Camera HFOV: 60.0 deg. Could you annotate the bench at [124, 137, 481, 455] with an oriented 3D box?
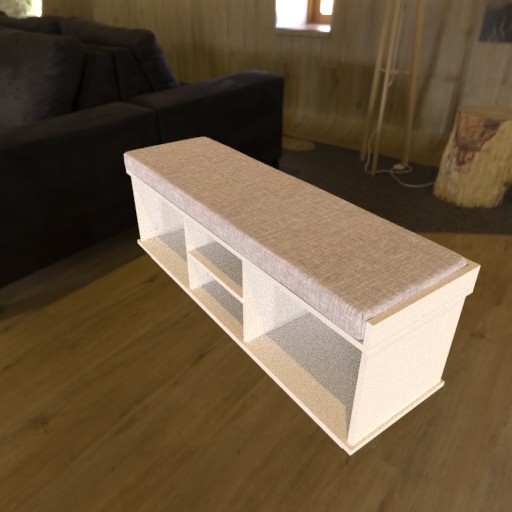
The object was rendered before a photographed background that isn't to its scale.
[{"bbox_3d":[0.000,0.000,1.411,0.363,0.453,1.196,-21,37,-30],"label":"bench"}]
